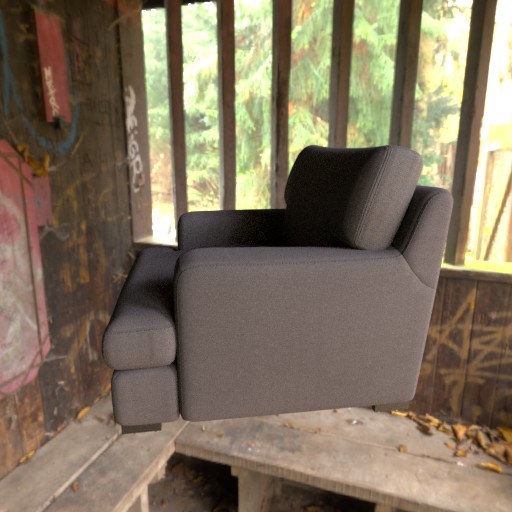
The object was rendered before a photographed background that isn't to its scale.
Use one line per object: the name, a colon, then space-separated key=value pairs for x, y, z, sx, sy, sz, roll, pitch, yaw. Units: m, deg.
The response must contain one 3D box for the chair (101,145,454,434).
chair: x=0.000 y=0.000 z=1.932 sx=1.143 sy=0.940 sz=1.168 roll=-2 pitch=14 yaw=-9
